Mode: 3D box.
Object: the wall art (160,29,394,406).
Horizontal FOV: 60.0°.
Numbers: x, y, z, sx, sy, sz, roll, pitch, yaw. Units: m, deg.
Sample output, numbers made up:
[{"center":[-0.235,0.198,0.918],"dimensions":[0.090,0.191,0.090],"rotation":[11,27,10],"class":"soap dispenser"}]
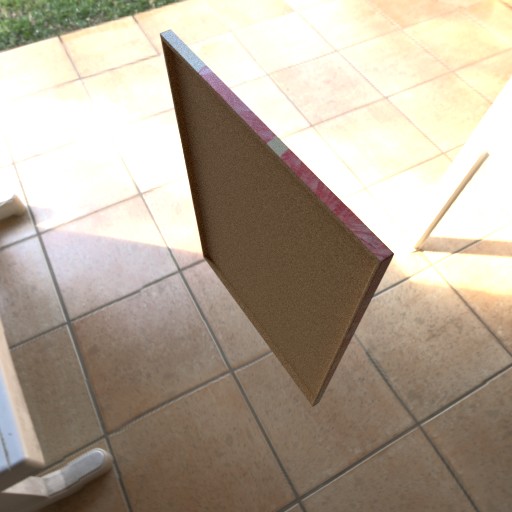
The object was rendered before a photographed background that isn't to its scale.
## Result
[{"center":[0.000,0.000,1.318],"dimensions":[0.031,1.015,0.762],"rotation":[-30,63,-17],"class":"wall art"}]
